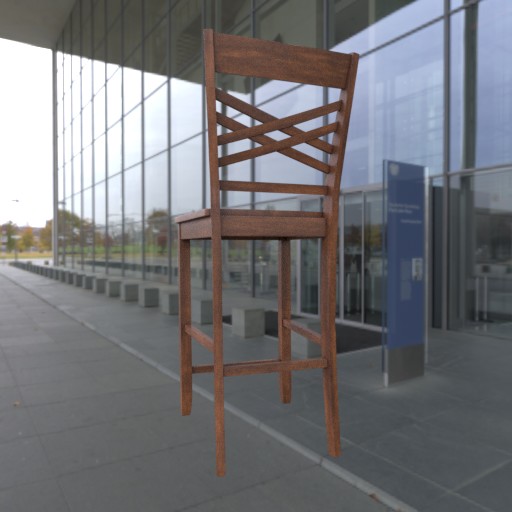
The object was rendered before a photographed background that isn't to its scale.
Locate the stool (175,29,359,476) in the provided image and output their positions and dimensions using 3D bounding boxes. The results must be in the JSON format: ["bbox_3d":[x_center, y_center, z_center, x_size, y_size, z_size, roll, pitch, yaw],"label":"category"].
[{"bbox_3d":[0.000,0.000,1.356,0.426,1.098,0.504,0,1,-19],"label":"stool"}]
